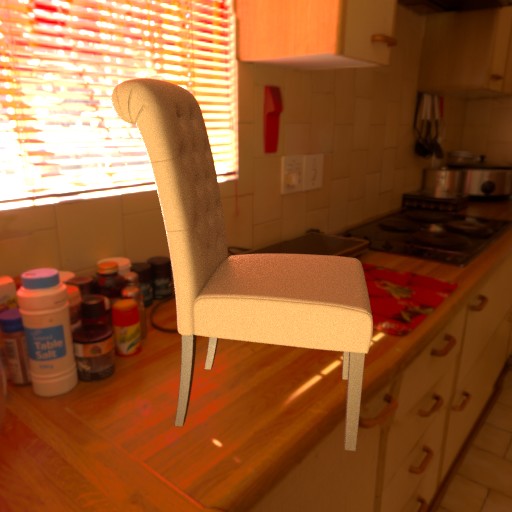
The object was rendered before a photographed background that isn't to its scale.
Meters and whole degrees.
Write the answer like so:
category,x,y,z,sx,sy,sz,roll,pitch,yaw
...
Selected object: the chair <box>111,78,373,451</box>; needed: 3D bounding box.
category,x,y,z,sx,sy,sz,roll,pitch,yaw
chair,0.000,0.000,1.352,0.671,1.006,0.456,3,17,9
